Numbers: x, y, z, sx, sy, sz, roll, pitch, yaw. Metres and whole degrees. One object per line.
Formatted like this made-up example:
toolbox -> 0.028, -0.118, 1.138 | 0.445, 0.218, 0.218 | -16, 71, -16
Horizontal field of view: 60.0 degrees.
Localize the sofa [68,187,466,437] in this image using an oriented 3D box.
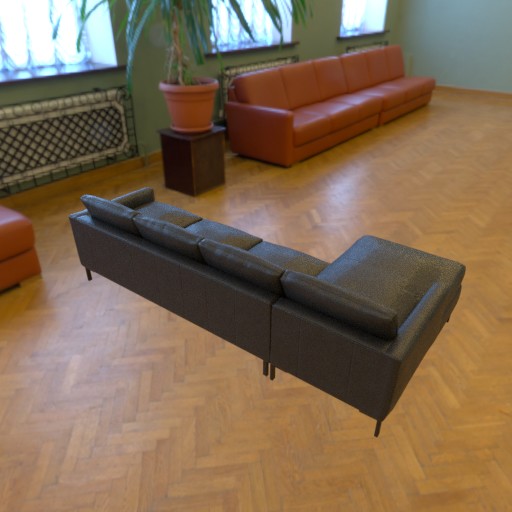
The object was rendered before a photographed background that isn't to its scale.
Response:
sofa -> 0.000, 0.000, 3.685 | 2.993, 0.859, 1.471 | 21, 36, 31
